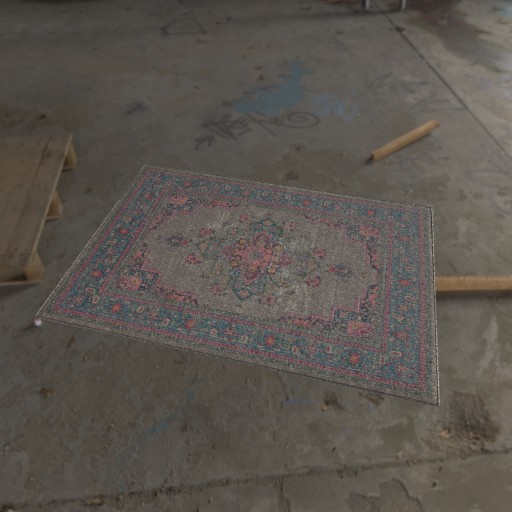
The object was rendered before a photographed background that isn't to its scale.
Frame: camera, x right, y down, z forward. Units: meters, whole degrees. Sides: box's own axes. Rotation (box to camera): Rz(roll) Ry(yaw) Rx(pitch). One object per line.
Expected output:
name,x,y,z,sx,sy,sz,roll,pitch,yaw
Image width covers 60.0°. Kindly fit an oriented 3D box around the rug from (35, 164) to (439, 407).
rug,0.000,0.000,3.710,2.890,0.013,2.005,10,47,10
